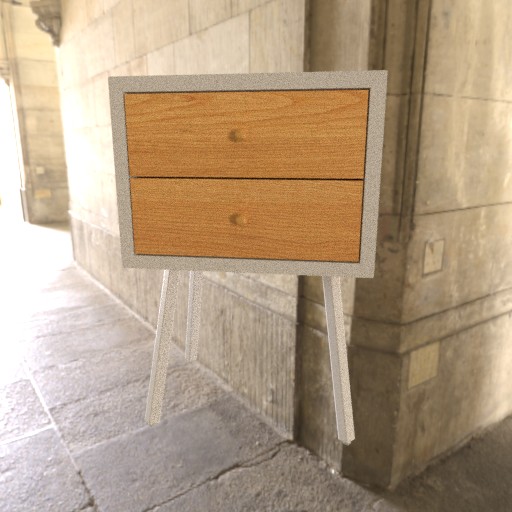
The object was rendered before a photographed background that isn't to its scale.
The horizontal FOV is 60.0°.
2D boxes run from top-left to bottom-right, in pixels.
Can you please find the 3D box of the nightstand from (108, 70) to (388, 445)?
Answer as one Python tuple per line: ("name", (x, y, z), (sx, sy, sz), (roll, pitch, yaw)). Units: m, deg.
("nightstand", (0.000, 0.000, 0.834), (0.400, 0.601, 0.316), (2, 14, 8))
